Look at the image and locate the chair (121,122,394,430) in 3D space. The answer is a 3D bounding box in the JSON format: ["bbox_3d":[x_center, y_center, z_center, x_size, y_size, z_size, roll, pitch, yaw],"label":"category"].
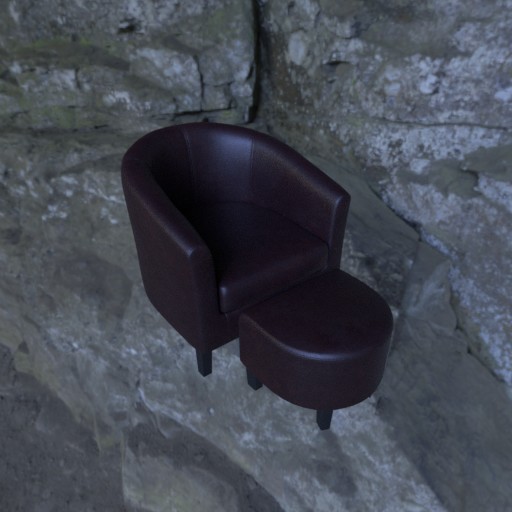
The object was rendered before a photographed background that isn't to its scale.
[{"bbox_3d":[0.000,0.000,1.689,0.737,0.755,1.176,-22,37,-31],"label":"chair"}]
